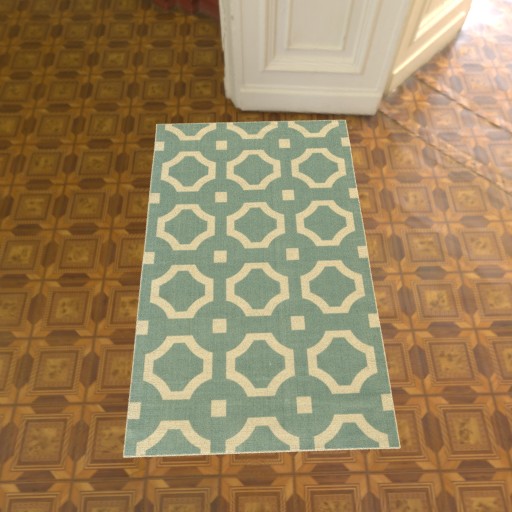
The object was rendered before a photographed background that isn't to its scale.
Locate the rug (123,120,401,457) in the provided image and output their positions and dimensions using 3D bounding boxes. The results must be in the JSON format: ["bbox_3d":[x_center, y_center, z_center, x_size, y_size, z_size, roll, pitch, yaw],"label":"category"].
[{"bbox_3d":[0.000,0.000,3.000,1.528,0.015,2.443,-2,62,-1],"label":"rug"}]
